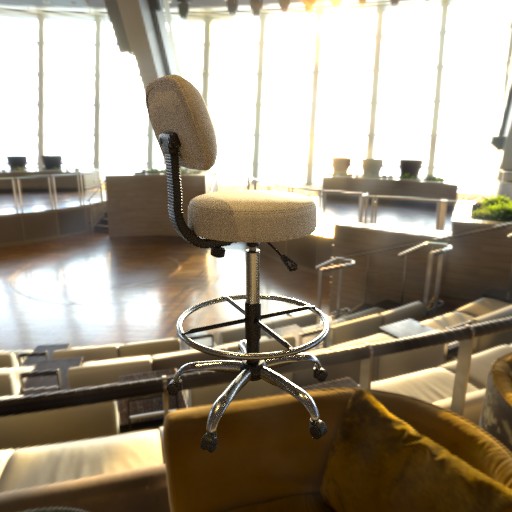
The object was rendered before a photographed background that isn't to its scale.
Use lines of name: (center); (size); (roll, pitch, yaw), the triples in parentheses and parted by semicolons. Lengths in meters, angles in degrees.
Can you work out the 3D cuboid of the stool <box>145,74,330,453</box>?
stool: (0.000, 0.000, 1.477); (0.616, 1.080, 0.609); (-8, 17, -26)
